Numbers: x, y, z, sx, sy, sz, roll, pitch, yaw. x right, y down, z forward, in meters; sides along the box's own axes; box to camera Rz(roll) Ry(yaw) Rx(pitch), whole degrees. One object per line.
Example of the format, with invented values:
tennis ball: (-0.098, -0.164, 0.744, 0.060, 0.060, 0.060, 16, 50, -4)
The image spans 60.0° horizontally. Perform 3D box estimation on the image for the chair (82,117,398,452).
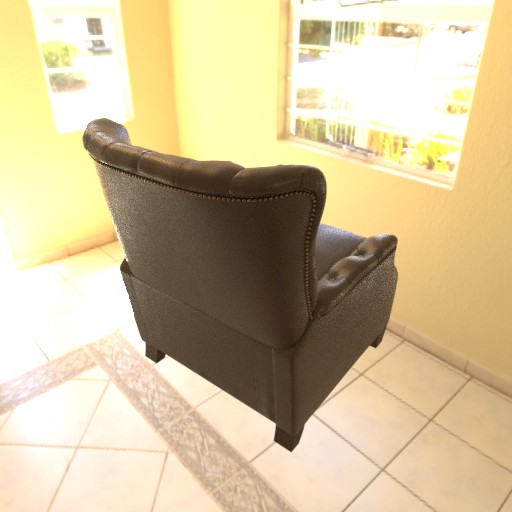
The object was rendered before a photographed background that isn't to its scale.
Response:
chair: (0.000, 0.000, 1.414, 0.709, 0.864, 0.823, 21, 36, 33)
